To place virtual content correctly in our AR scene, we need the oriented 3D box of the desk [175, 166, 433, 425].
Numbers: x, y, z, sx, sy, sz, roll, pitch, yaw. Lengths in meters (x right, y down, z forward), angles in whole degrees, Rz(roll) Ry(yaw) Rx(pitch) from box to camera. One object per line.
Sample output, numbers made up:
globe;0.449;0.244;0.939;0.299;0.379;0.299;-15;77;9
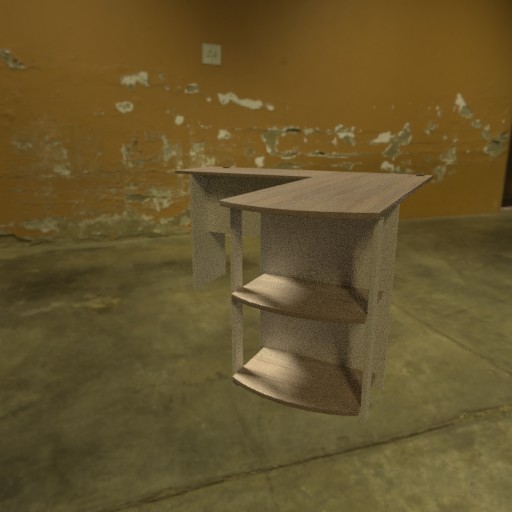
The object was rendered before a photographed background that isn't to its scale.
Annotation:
desk;0.000;0.000;2.101;1.361;0.716;1.303;8;17;26
